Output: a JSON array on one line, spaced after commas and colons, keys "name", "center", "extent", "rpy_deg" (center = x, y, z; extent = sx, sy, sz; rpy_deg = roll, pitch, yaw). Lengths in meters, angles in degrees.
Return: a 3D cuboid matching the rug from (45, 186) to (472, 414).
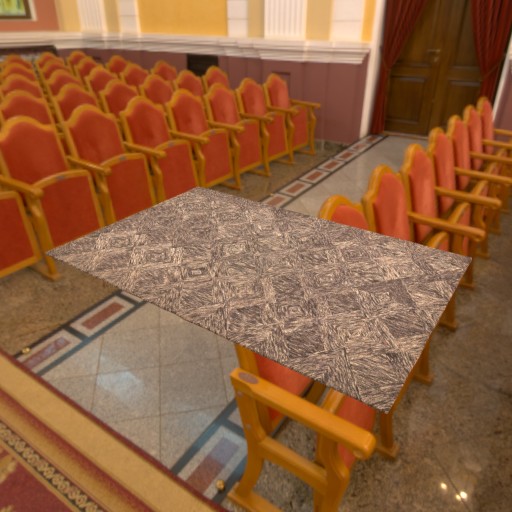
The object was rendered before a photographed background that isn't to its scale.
[{"name": "rug", "center": [0.000, 0.000, 2.235], "extent": [1.808, 0.011, 1.189], "rpy_deg": [19, 34, 30]}]
